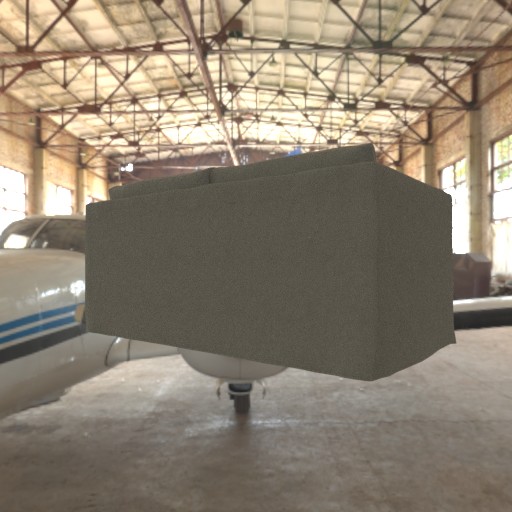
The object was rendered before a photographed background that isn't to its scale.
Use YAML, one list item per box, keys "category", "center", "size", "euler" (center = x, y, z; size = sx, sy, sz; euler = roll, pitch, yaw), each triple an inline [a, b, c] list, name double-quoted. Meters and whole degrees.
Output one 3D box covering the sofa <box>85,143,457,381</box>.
- category: "sofa"
  center: [0.000, 0.000, 2.284]
  size: [1.727, 0.830, 0.944]
  euler: [-1, -1, 38]
